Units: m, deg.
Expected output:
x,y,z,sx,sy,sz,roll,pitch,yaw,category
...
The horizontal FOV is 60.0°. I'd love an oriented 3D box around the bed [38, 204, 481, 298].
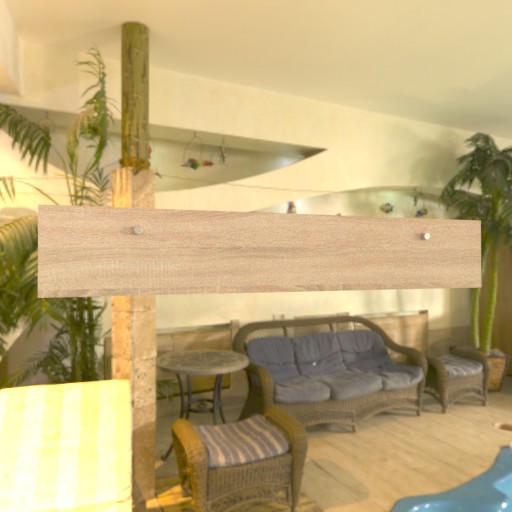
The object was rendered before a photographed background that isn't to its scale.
x,y,z,sx,sy,sz,roll,pitch,yaw,category
0.000,0.000,1.448,1.200,0.209,0.685,0,-1,-18,bed
